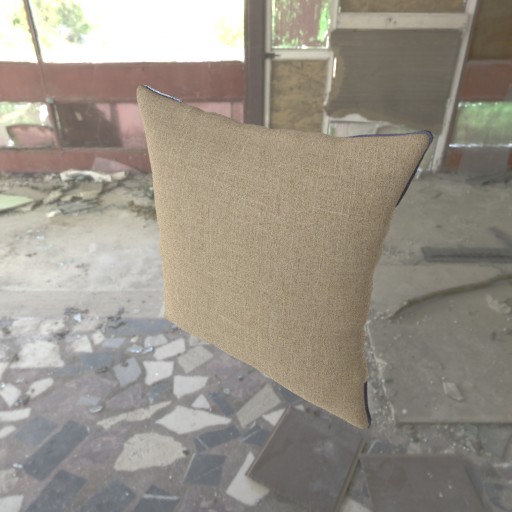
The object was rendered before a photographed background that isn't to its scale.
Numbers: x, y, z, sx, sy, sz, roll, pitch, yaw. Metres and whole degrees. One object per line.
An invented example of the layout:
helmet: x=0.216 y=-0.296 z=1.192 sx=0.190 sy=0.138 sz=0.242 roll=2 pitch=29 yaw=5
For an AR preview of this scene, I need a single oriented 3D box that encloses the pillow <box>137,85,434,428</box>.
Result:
pillow: x=0.000 y=0.000 z=0.658 sx=0.440 sy=0.441 sz=0.147 roll=21 pitch=36 yaw=31
